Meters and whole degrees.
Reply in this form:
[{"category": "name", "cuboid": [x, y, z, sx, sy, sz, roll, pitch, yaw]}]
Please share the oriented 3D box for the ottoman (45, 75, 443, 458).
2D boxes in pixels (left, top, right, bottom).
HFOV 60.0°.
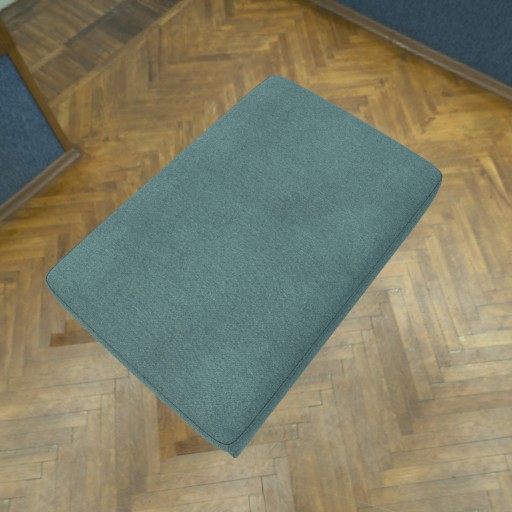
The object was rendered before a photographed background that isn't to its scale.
[{"category": "ottoman", "cuboid": [0.000, 0.000, 1.210, 0.584, 0.483, 0.864, 37, 69, 16]}]
